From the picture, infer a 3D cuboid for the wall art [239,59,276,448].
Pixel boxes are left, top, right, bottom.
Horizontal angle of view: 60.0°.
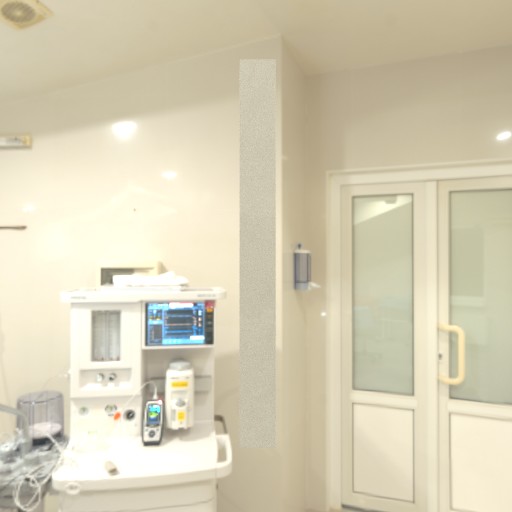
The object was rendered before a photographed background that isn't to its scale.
[{"bbox_3d":[0.000,0.000,0.769,0.038,0.407,0.609,0,-1,0],"label":"wall art"}]
